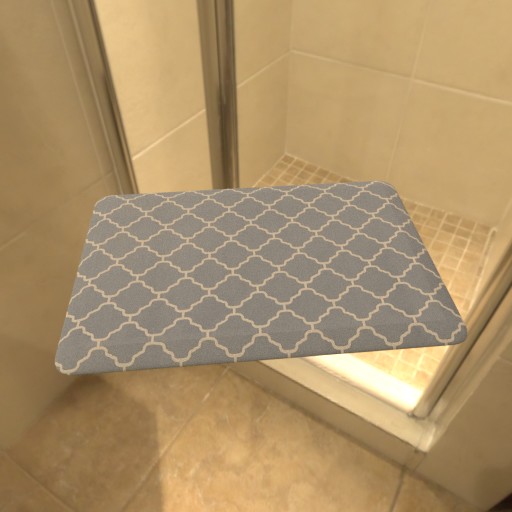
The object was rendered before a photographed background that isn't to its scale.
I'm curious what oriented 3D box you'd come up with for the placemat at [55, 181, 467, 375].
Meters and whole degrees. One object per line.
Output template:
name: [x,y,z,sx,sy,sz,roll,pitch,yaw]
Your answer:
placemat: [0.000,0.000,0.964,0.762,0.021,0.508,-4,45,-4]
